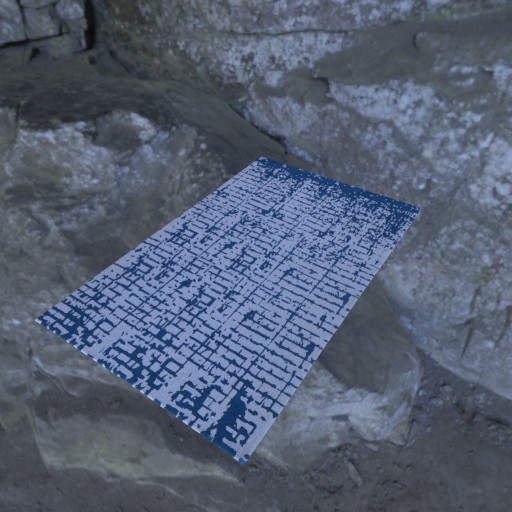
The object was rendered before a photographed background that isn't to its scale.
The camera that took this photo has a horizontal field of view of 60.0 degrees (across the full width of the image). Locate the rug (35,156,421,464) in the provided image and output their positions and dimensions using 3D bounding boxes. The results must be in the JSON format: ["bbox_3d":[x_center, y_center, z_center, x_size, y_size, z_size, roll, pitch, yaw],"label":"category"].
[{"bbox_3d":[0.000,0.000,3.067,1.517,0.011,2.435,24,46,25],"label":"rug"}]
